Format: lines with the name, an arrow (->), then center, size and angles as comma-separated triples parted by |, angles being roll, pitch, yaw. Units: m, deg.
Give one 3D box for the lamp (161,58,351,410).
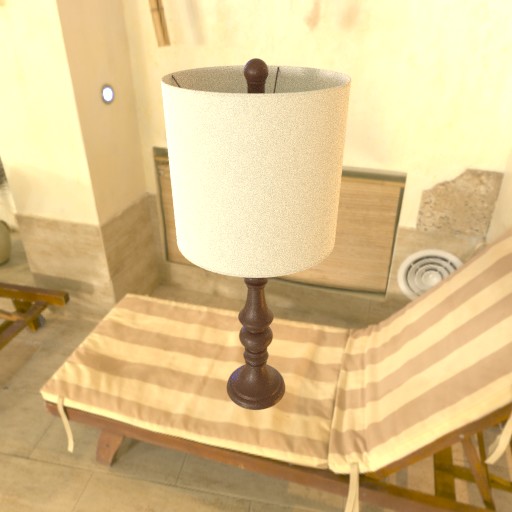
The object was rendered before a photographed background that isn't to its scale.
lamp -> 0.000, 0.000, 0.729 | 0.250, 0.597, 0.250 | 8, 31, 14
